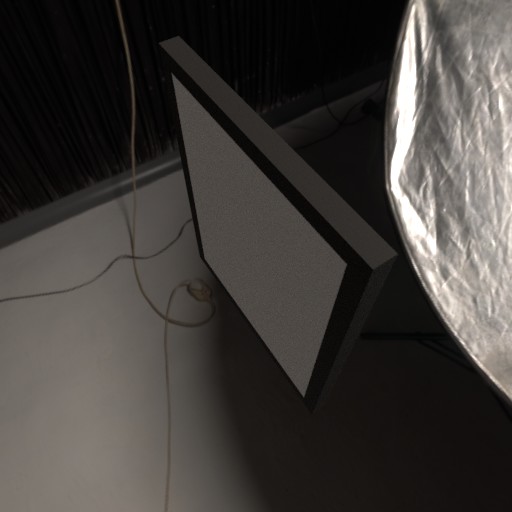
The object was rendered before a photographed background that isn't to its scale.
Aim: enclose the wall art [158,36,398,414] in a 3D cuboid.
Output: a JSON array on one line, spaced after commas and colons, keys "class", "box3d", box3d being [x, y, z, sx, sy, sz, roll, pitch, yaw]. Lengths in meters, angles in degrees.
[{"class": "wall art", "box3d": [0.000, 0.000, 0.555, 0.024, 0.404, 0.329, -29, 61, -18]}]
